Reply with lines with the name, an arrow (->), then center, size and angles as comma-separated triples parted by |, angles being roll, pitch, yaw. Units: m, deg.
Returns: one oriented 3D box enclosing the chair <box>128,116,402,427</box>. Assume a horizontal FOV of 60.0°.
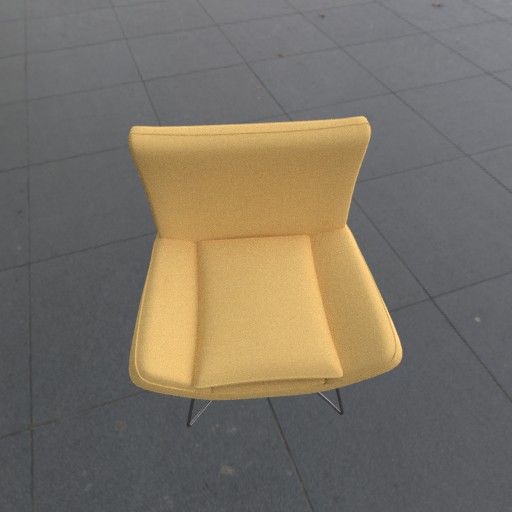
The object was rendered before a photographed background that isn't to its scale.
chair -> 0.000, 0.000, 1.687 | 0.859, 0.855, 1.008 | -3, 47, -3
